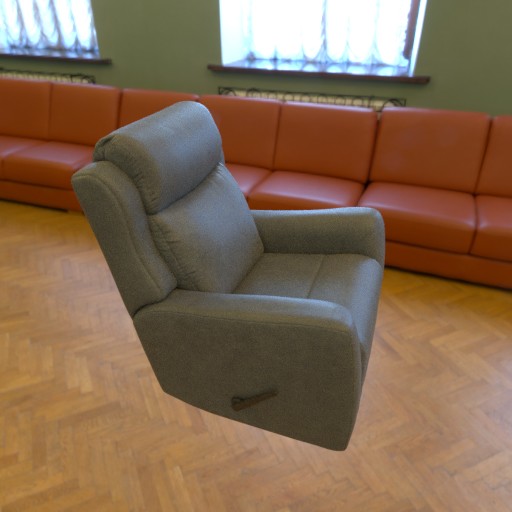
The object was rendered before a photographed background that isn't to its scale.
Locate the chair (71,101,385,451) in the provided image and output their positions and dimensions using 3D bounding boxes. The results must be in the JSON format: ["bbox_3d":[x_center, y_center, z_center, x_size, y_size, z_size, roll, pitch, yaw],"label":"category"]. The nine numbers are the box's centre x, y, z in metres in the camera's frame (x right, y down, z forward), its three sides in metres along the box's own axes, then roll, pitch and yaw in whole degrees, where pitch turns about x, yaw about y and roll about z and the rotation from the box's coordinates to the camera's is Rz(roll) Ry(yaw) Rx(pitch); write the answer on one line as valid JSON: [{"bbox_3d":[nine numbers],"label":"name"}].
[{"bbox_3d":[0.000,0.000,1.899,1.068,1.116,0.967,10,32,17],"label":"chair"}]
